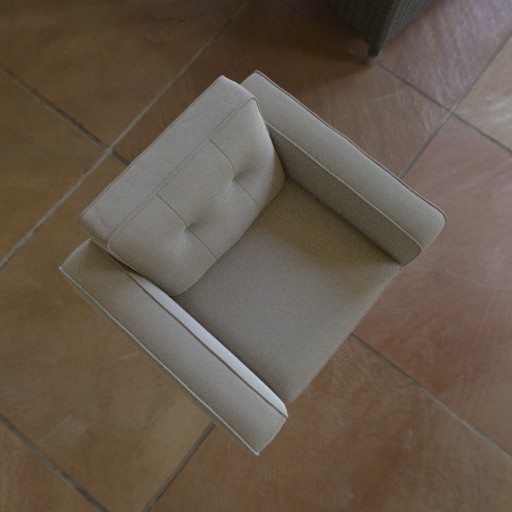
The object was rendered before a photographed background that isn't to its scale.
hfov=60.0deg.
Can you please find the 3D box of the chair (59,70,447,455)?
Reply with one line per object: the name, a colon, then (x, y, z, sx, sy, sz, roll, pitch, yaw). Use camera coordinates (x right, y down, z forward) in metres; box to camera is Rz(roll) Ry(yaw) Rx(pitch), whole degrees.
chair: (0.000, 0.000, 1.753, 0.953, 0.779, 1.115, 40, 80, 9)
